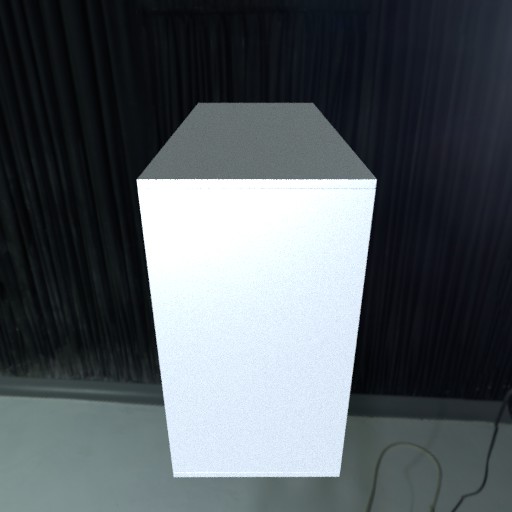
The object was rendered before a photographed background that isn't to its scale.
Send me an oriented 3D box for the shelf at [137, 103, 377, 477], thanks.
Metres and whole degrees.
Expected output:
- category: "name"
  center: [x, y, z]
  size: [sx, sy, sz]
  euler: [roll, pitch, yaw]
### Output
- category: "shelf"
  center: [0.000, 0.000, 1.294]
  size: [0.396, 0.732, 0.895]
  euler: [0, 27, 0]
